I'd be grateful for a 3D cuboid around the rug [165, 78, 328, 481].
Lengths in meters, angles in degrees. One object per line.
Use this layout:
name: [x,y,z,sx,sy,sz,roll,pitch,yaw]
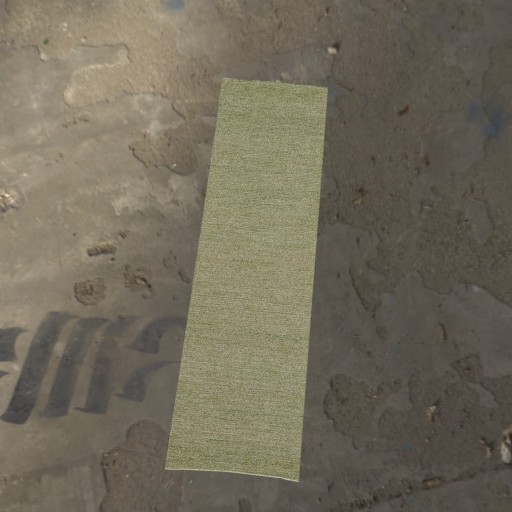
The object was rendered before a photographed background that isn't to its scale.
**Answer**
rug: [0.000,0.000,2.556,0.686,0.013,2.340,6,75,2]
